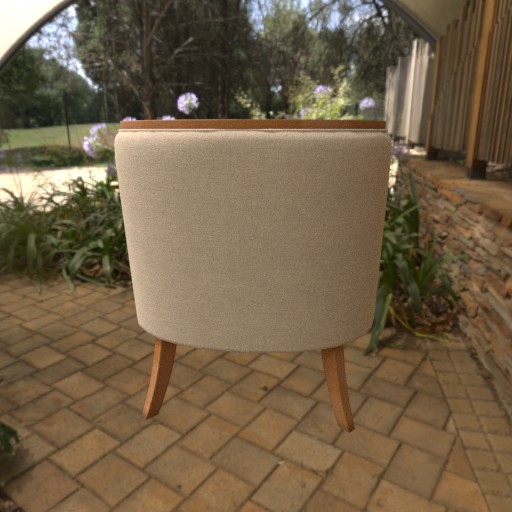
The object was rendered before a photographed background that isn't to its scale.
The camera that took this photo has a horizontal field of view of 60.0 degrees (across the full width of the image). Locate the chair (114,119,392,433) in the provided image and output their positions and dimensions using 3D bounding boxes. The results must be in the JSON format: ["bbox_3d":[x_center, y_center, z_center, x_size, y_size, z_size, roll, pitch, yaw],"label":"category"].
[{"bbox_3d":[0.000,0.000,1.345,0.711,0.775,0.757,2,16,5],"label":"chair"}]
